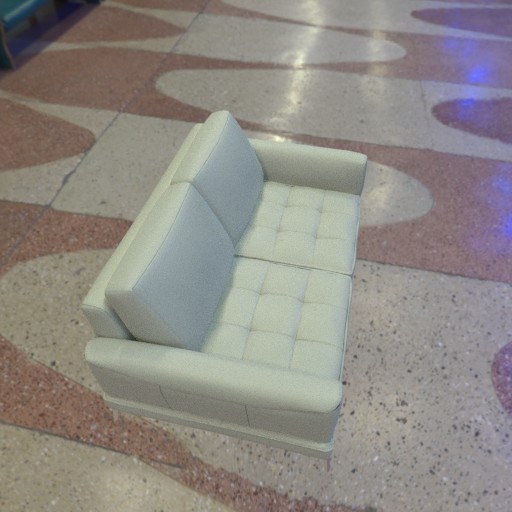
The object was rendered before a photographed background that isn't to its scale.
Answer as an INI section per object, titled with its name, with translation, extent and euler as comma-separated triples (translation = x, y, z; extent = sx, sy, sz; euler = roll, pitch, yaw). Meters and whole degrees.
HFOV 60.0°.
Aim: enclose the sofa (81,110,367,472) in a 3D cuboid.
[sofa]
translation = 0.000, 0.000, 2.443
extent = 1.121, 0.930, 1.819
euler = 10, 47, 9
